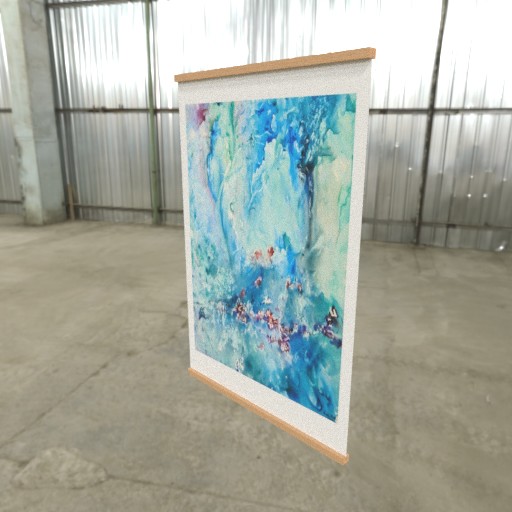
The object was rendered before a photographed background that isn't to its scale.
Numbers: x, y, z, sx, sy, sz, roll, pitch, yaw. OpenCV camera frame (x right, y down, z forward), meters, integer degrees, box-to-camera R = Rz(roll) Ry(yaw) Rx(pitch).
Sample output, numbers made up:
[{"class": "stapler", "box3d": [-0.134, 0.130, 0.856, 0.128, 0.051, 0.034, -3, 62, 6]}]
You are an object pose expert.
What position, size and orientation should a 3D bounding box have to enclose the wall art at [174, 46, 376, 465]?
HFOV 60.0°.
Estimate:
[{"class": "wall art", "box3d": [0.000, 0.000, 0.762, 0.401, 0.611, 0.016, 15, 21, 42]}]
